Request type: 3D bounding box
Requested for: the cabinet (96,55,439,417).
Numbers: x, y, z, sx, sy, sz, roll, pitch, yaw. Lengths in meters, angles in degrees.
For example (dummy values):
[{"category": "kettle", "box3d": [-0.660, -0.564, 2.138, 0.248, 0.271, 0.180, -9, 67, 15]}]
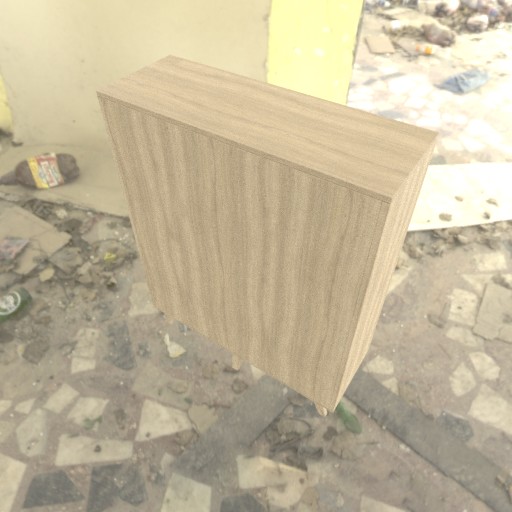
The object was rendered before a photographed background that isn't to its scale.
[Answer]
[{"category": "cabinet", "box3d": [0.000, 0.000, 1.976, 1.111, 1.388, 0.398, 25, 51, 23]}]
